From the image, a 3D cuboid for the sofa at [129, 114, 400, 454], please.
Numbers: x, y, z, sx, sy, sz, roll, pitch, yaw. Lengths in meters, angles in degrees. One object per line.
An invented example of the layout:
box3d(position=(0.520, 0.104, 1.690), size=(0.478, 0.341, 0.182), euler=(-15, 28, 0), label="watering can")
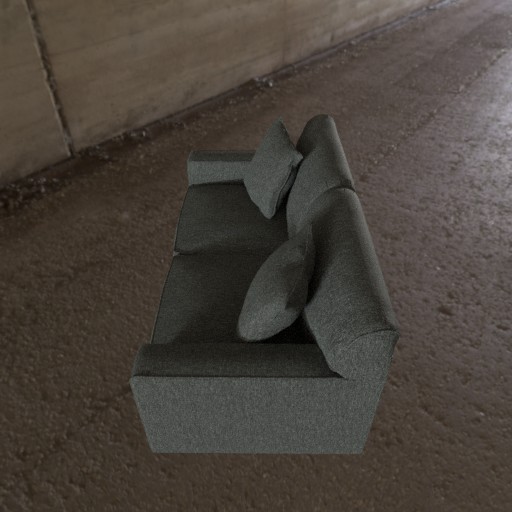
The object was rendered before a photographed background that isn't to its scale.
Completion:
box3d(position=(0.000, 0.000, 2.426), size=(0.998, 0.958, 1.846), euler=(0, 40, 0), label="sofa")
